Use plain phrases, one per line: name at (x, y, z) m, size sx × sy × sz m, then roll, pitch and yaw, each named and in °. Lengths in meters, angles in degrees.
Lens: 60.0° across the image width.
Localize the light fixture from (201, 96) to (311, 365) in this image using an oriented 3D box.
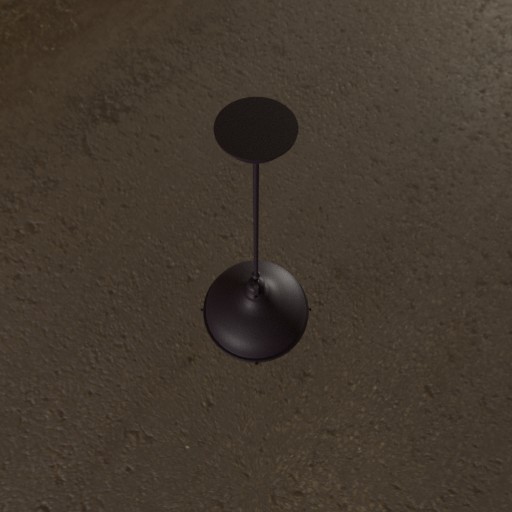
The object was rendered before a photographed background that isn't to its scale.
light fixture at (0.000, 0.000, 1.054) m, size 0.341 × 0.849 × 0.341 m, roll 0°, pitch 62°, yaw 0°
